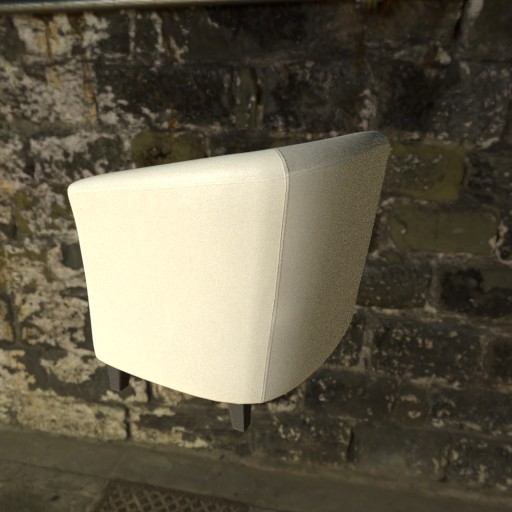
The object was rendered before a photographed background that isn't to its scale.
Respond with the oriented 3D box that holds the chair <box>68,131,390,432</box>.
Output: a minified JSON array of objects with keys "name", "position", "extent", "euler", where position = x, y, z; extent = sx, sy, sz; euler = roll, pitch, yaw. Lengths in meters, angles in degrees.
[{"name":"chair","position":[0.000,0.000,1.382],"extent":[0.727,0.756,0.792],"euler":[8,19,25]}]
